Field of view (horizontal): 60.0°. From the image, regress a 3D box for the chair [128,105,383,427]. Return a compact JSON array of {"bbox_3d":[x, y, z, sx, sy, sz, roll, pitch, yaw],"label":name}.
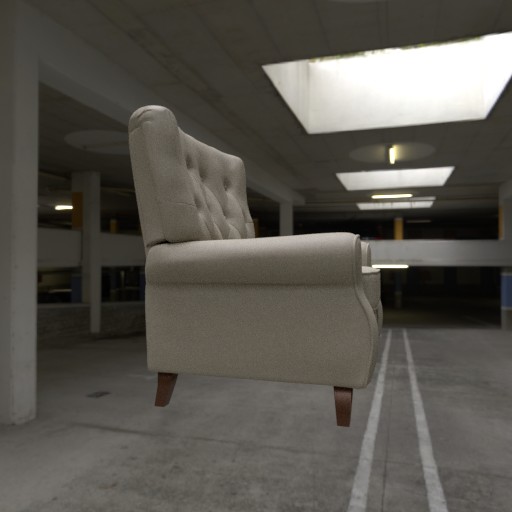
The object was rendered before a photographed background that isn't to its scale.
[{"bbox_3d":[0.000,0.000,1.945,1.059,1.158,0.943,0,-1,17],"label":"chair"}]
